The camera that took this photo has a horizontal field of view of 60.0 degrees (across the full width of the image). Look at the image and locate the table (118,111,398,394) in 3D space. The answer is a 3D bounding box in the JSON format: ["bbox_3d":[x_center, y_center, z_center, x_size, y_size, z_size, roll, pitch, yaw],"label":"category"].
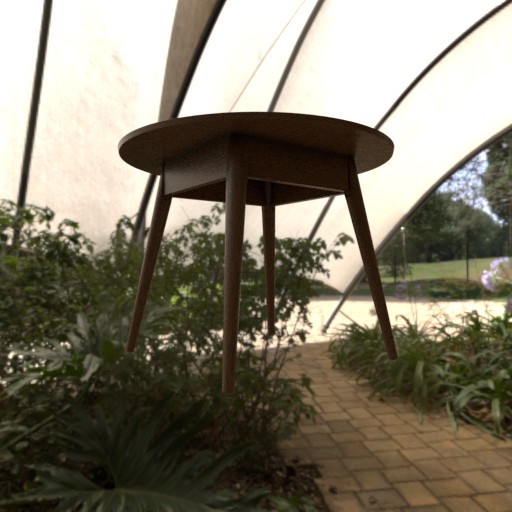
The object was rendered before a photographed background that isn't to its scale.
[{"bbox_3d":[0.000,0.000,1.757,1.053,0.786,1.053,0,-1,0],"label":"table"}]
